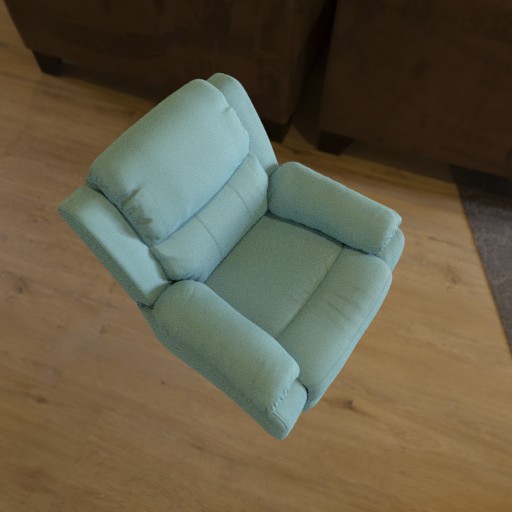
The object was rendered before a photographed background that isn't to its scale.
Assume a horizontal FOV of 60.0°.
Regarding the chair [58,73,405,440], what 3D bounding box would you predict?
[{"bbox_3d":[0.000,0.000,1.245,0.709,0.702,0.680,32,64,18],"label":"chair"}]
